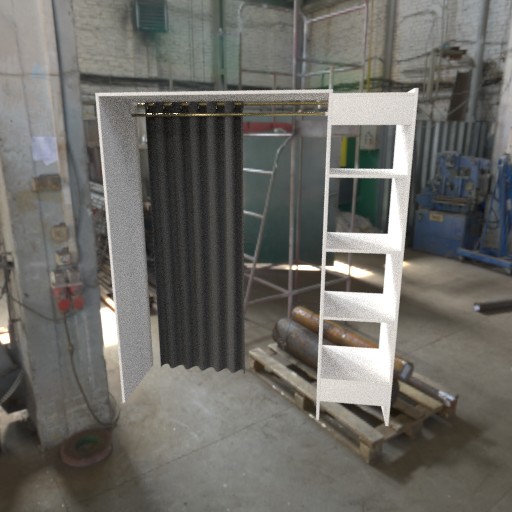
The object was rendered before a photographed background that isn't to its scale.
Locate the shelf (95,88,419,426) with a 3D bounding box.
[{"bbox_3d":[0.000,0.000,2.640,1.600,1.810,0.500,2,15,8],"label":"shelf"}]
